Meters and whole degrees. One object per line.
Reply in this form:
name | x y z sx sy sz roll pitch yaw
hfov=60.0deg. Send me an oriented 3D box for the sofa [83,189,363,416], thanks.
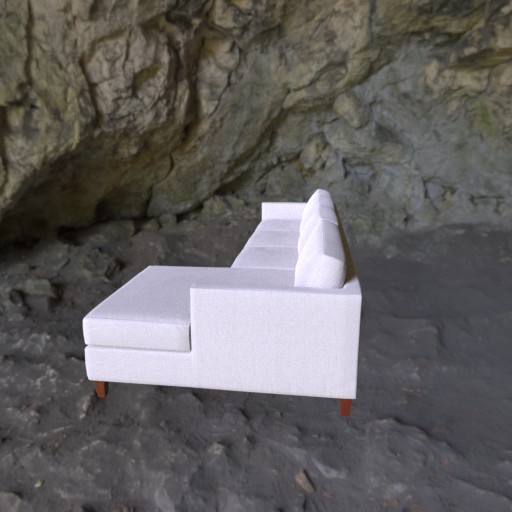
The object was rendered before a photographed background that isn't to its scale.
sofa | 0.000 0.000 4.103 1.599 0.954 3.471 2 15 7
